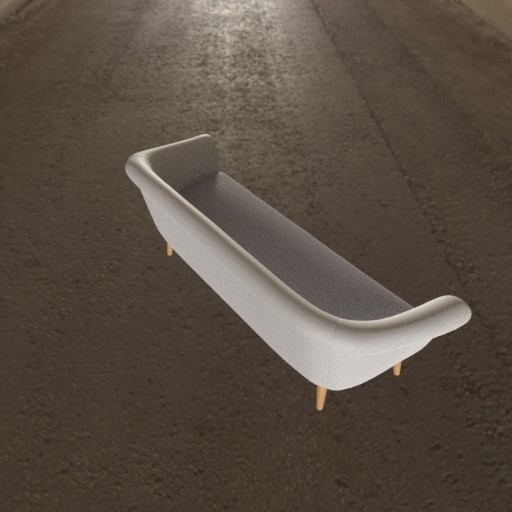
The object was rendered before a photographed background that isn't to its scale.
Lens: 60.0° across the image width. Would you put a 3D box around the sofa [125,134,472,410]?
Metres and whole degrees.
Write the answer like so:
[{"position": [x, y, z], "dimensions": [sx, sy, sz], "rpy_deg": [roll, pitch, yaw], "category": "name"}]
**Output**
[{"position": [0.000, 0.000, 2.561], "dimensions": [0.827, 0.795, 2.160], "rpy_deg": [-28, 49, -28], "category": "sofa"}]
